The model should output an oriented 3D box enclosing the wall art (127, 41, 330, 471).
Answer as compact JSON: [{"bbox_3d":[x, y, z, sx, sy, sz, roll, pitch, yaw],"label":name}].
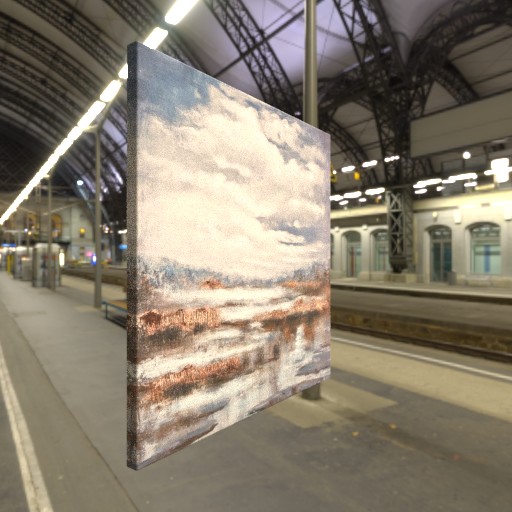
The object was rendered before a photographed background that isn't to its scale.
[{"bbox_3d":[0.000,0.000,1.289,0.035,0.897,0.888,0,0,36],"label":"wall art"}]
